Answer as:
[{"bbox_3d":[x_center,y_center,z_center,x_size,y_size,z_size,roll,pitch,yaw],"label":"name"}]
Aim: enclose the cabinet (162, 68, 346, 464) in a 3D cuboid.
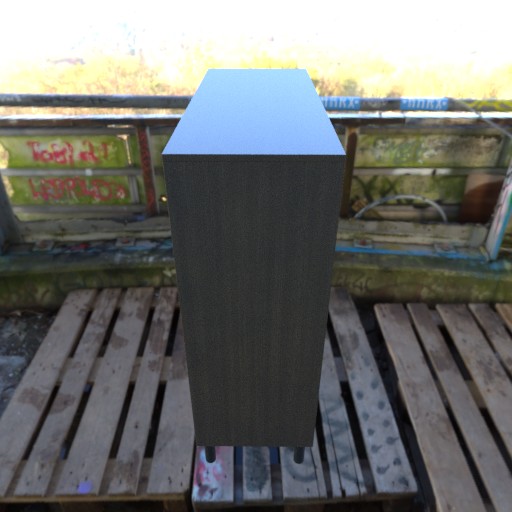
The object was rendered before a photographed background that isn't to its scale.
[{"bbox_3d":[0.000,0.000,1.701,0.400,1.170,1.010,0,33,0],"label":"cabinet"}]
